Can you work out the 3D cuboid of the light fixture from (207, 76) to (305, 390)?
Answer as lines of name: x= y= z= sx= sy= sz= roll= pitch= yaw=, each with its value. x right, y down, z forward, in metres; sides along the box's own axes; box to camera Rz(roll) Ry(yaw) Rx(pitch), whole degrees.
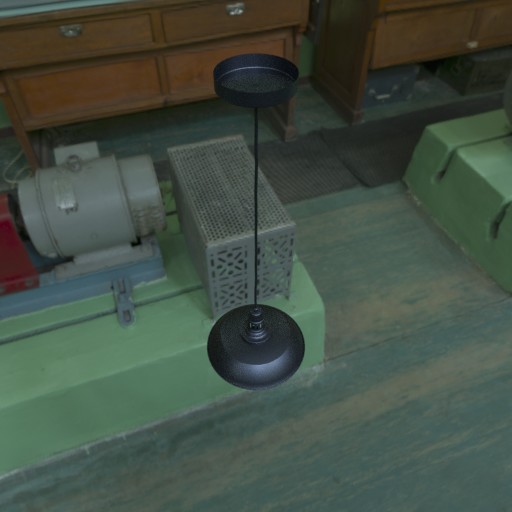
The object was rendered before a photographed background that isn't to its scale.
light fixture: x=0.000 y=0.000 z=1.172 sx=0.331 sy=0.993 sz=0.331 roll=-16 pitch=50 yaw=-14
